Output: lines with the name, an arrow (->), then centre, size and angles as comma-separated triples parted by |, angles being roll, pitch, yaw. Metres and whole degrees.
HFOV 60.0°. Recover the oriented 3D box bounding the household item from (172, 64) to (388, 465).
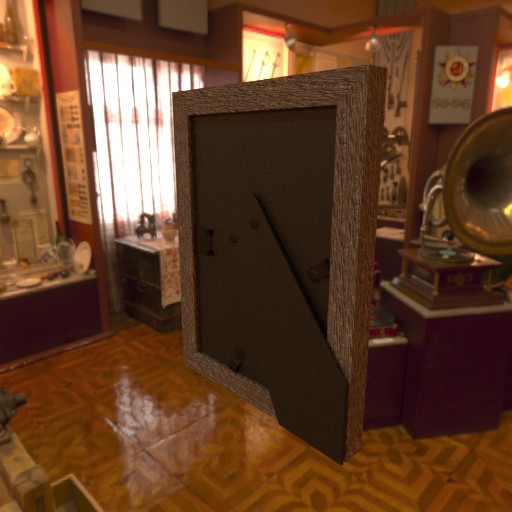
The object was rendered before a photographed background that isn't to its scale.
household item -> 0.000, 0.000, 0.285 | 0.020, 0.210, 0.160 | -13, 20, -42
